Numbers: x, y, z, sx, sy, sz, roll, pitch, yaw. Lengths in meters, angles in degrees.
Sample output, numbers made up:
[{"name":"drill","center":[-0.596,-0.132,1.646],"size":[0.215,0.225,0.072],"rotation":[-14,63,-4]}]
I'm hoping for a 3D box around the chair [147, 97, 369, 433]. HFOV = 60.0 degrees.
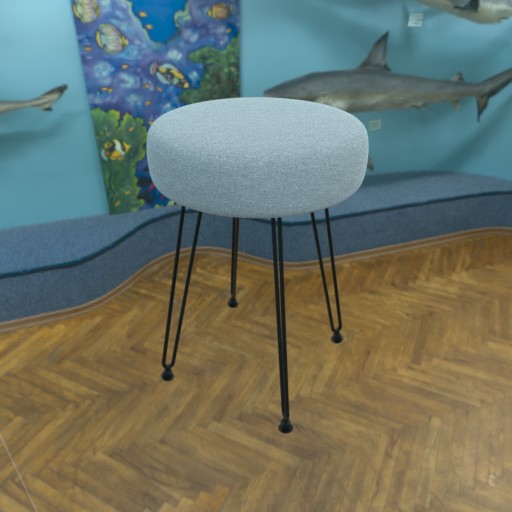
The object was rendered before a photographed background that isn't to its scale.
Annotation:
[{"name":"chair","center":[0.000,0.000,0.707],"size":[0.350,0.440,0.350],"rotation":[-9,33,-14]}]
